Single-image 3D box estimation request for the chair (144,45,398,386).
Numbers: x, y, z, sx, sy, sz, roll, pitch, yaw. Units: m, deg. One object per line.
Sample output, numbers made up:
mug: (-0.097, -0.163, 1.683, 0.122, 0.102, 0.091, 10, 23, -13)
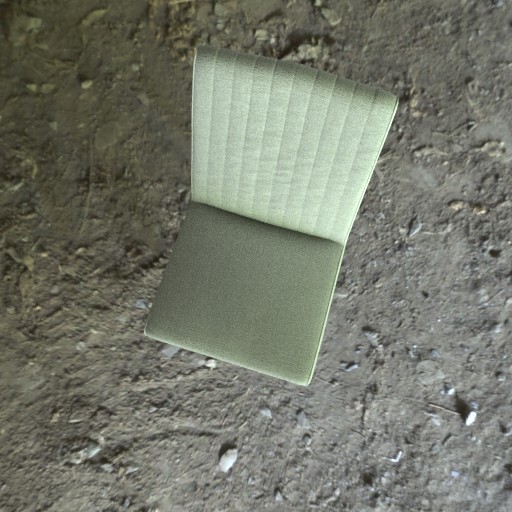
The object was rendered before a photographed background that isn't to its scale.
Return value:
chair: (0.000, 0.000, 1.235, 0.480, 0.900, 0.594, 16, 76, 4)
